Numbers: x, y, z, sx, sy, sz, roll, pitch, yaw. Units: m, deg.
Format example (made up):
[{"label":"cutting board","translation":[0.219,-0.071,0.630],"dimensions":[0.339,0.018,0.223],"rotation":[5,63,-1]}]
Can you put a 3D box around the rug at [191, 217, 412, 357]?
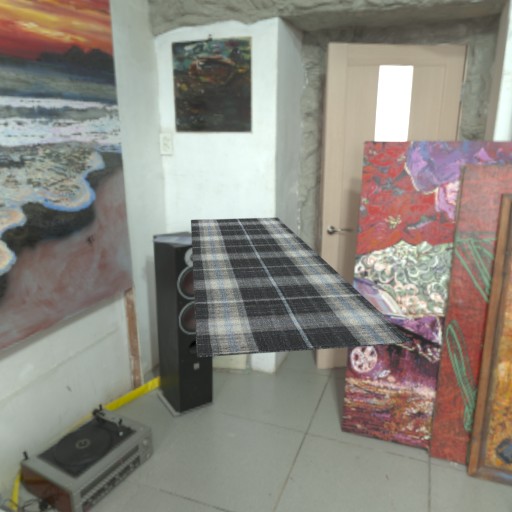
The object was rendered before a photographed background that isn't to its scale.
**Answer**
[{"label":"rug","translation":[0.000,0.000,2.671],"dimensions":[0.760,0.012,2.434],"rotation":[-2,16,-8]}]
